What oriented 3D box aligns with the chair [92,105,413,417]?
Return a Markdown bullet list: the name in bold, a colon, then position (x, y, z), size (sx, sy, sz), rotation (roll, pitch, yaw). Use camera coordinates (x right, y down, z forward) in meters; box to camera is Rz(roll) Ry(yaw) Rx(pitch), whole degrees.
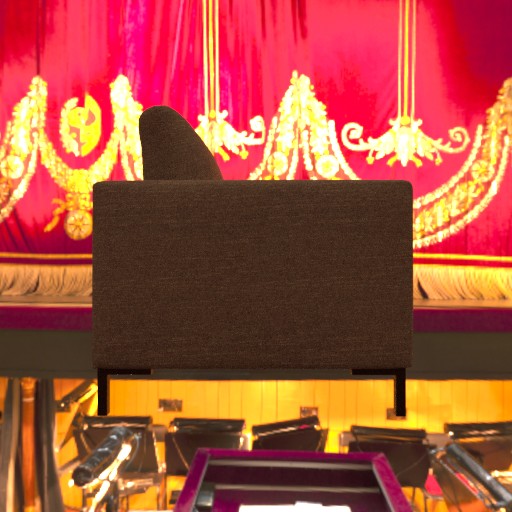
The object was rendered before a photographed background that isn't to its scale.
- **chair**: position (0.000, 0.000, 1.580), size (0.845, 0.841, 0.940), rotation (0, -1, 0)
